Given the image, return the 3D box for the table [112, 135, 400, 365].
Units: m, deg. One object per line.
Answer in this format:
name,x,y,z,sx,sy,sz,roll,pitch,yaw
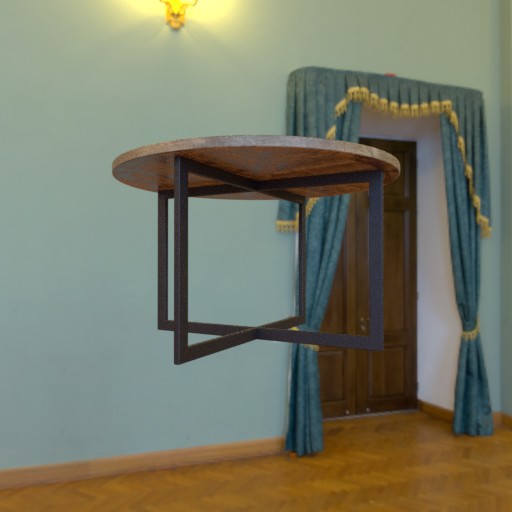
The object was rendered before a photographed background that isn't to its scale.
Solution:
table,0.000,0.000,2.041,1.264,0.762,1.264,0,-1,0
